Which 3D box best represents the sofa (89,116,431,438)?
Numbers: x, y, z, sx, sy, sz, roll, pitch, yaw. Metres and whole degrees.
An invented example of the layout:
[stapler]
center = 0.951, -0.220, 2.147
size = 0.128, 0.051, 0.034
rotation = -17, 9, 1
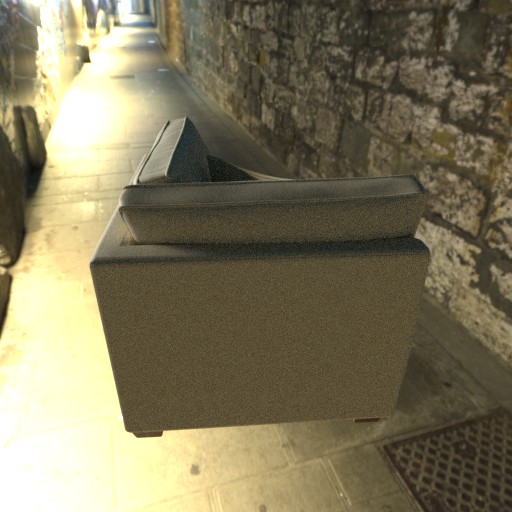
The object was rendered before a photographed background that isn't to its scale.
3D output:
[sofa]
center = 0.000, 0.000, 1.990
size = 1.084, 1.002, 1.146
rotation = -2, 30, -3
